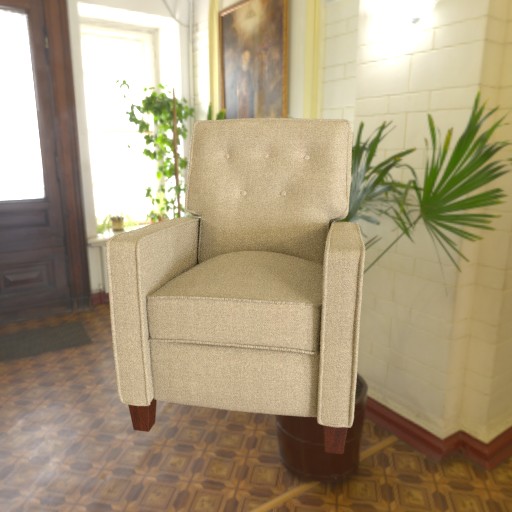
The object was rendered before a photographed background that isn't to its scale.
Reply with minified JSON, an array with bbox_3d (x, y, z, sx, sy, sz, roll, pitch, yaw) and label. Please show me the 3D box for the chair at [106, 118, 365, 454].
[{"bbox_3d":[0.000,0.000,1.431,0.648,0.888,0.754,2,14,10],"label":"chair"}]
